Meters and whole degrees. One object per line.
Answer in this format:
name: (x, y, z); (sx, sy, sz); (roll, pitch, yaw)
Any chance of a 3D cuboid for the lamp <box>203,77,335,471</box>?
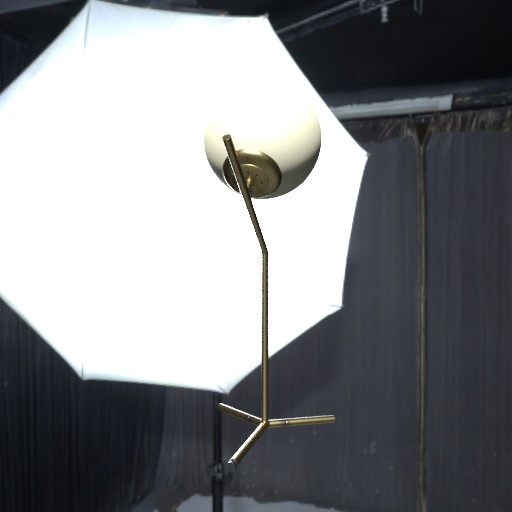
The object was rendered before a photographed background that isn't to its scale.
lamp: (0.000, 0.000, 0.669); (0.210, 0.552, 0.251); (0, 0, 18)
